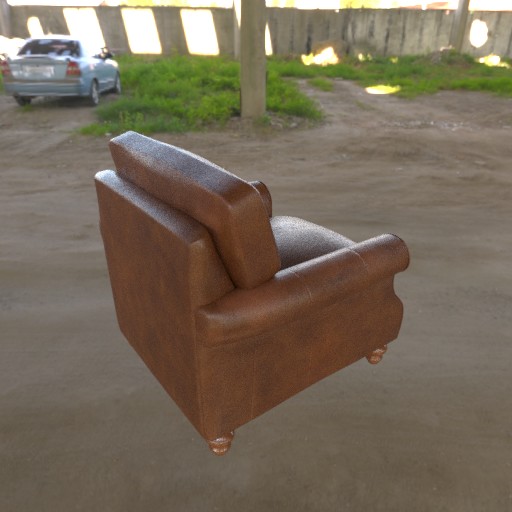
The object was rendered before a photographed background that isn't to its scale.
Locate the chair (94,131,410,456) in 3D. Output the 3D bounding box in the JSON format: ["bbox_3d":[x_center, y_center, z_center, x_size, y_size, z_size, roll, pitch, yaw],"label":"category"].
[{"bbox_3d":[0.000,0.000,1.802,0.992,0.972,0.989,-18,32,-32],"label":"chair"}]
